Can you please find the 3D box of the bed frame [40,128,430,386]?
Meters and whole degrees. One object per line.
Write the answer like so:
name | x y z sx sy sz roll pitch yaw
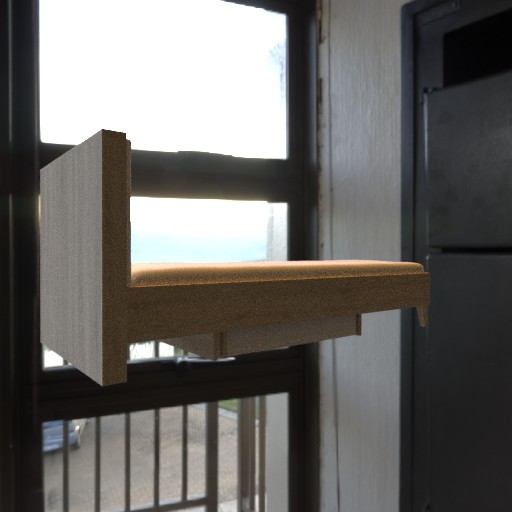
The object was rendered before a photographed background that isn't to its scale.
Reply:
bed frame | 0.000 0.000 2.623 2.140 0.920 0.990 0 0 -37
